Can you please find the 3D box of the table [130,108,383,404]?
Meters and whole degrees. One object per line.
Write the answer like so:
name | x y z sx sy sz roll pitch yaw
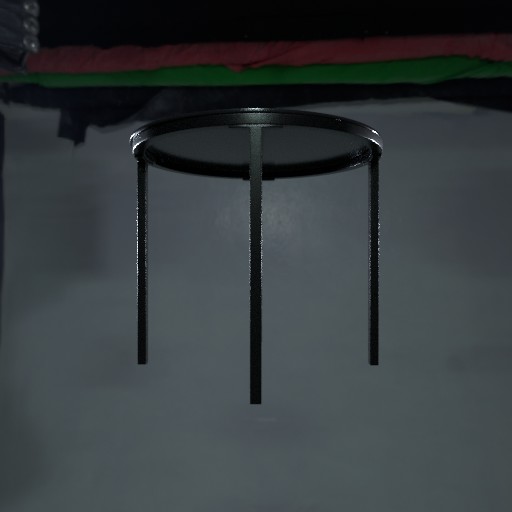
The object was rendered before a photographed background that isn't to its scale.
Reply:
table | 0.000 0.000 0.911 0.499 0.443 0.499 0 0 0
